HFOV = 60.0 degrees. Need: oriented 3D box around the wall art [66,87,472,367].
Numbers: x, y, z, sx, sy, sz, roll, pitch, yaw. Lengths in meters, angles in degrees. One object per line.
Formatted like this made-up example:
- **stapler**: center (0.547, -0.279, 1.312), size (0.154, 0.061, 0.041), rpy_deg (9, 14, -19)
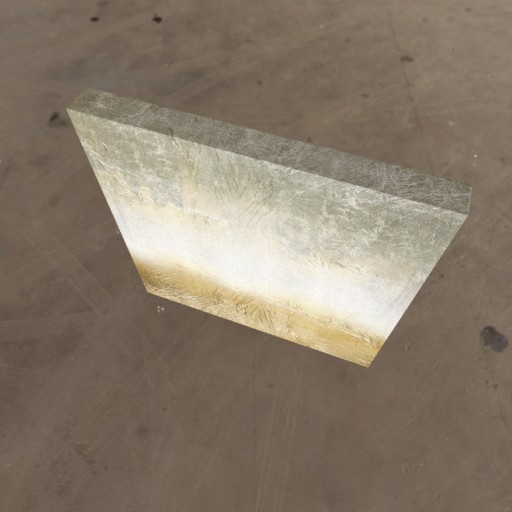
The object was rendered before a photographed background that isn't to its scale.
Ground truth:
- **wall art**: center (0.000, 0.000, 0.603), size (0.405, 0.407, 0.038), rpy_deg (17, 59, 11)
